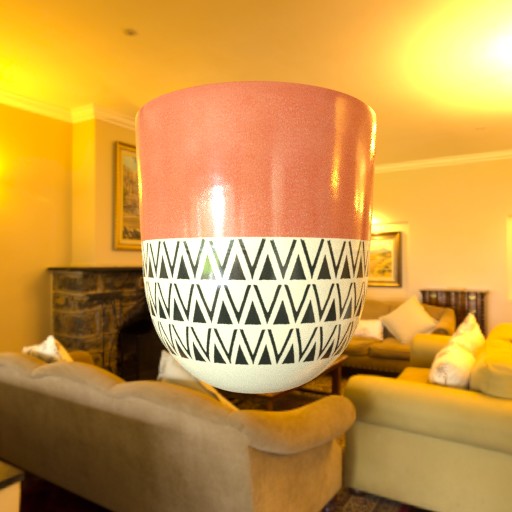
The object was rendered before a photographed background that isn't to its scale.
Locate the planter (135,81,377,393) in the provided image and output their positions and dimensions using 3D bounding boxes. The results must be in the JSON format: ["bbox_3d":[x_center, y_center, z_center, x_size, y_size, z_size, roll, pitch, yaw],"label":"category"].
[{"bbox_3d":[0.000,0.000,0.369,0.195,0.214,0.195,0,-1,0],"label":"planter"}]
